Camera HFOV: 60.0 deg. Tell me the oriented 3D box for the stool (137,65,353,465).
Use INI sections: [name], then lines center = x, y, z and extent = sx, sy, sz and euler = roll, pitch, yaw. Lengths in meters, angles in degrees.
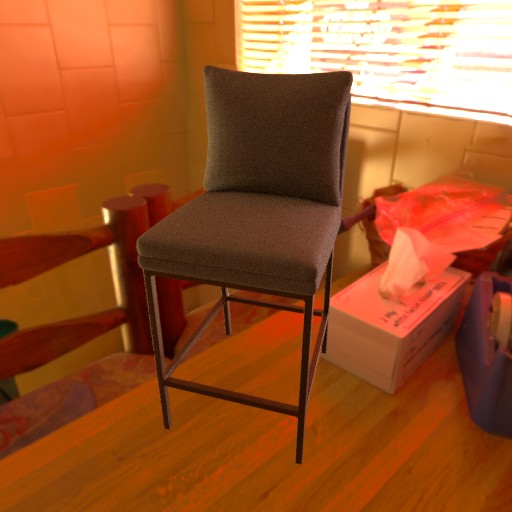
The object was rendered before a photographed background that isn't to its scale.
[stool]
center = 0.000, 0.000, 1.339
extent = 0.463, 1.031, 0.569
euler = 8, 28, 15
